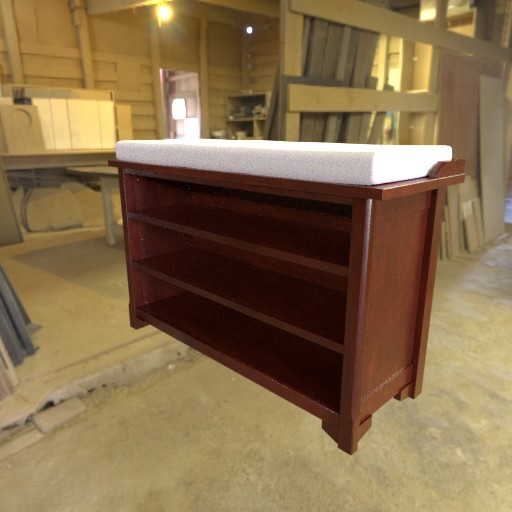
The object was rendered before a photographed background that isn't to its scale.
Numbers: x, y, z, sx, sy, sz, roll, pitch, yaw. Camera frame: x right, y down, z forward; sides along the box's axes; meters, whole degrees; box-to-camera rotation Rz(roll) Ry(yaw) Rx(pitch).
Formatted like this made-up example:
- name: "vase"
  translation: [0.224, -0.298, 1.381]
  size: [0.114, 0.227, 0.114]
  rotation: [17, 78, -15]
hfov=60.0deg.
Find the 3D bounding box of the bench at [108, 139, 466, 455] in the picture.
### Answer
- name: "bench"
  translation: [0.000, 0.000, 1.298]
  size: [0.987, 0.646, 0.369]
  rotation: [16, 22, 43]
